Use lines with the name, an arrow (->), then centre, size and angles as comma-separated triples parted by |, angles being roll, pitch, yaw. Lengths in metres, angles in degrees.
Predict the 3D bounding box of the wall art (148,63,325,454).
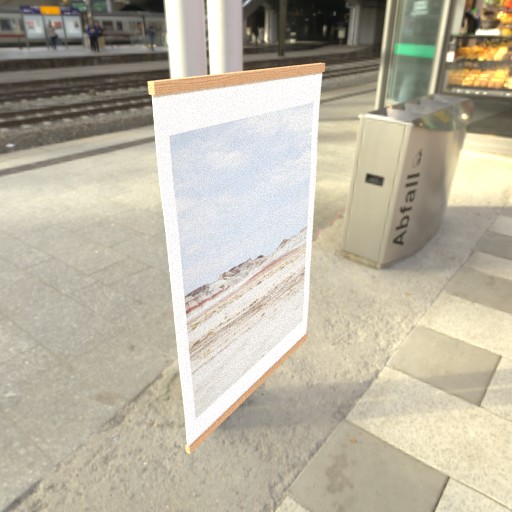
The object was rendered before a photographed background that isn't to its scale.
wall art -> 0.000, 0.000, 1.964 | 0.025, 1.521, 1.011 | 18, 32, 32
